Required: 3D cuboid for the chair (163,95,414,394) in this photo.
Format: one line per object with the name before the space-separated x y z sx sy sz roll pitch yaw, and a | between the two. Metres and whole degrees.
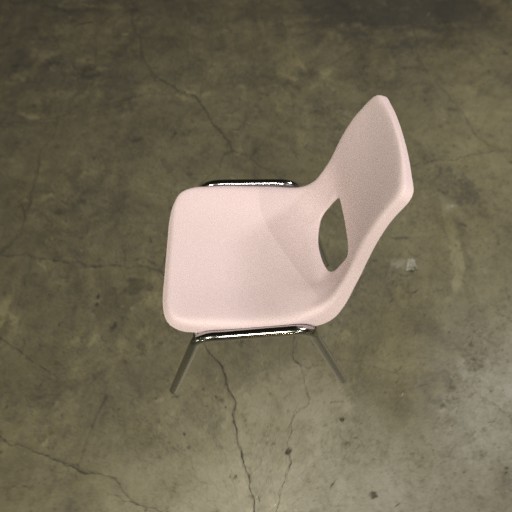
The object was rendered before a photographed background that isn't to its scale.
chair | 0.000 0.000 0.915 0.436 0.653 0.381 -2 58 -1
